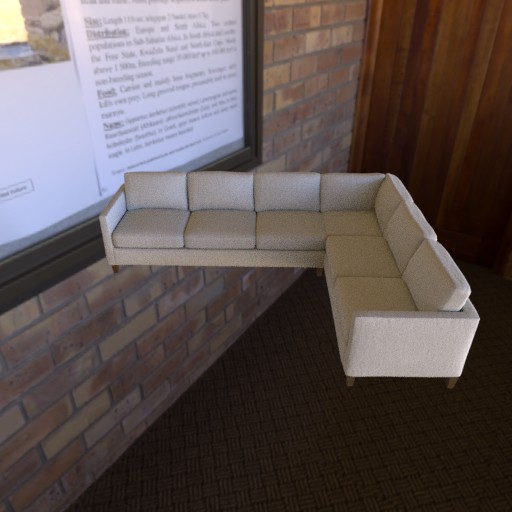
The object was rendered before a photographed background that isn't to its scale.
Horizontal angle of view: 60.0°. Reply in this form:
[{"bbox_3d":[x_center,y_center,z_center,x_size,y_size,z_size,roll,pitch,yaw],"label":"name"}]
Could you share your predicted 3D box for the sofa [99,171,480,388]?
[{"bbox_3d":[0.000,0.000,4.392,3.333,0.934,2.522,1,32,1],"label":"sofa"}]
